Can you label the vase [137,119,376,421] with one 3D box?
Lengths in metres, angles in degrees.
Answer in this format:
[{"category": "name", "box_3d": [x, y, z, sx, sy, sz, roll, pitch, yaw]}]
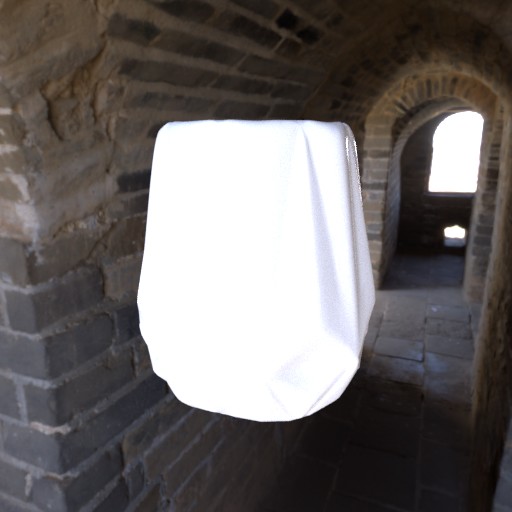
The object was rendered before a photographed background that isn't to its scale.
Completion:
[{"category": "vase", "box_3d": [0.000, 0.000, 0.264, 0.141, 0.152, 0.141, 0, 15, 0]}]
